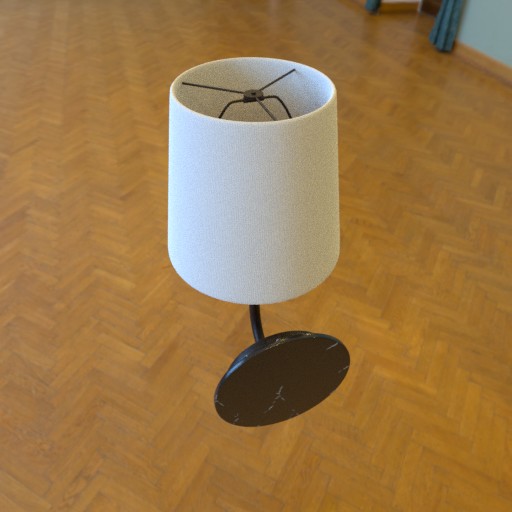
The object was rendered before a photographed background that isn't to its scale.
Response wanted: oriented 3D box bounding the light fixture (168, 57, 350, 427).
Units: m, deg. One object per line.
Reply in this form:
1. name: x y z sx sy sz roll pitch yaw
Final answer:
1. light fixture: 0.000 0.000 0.445 0.168 0.337 0.188 -12 44 -13
